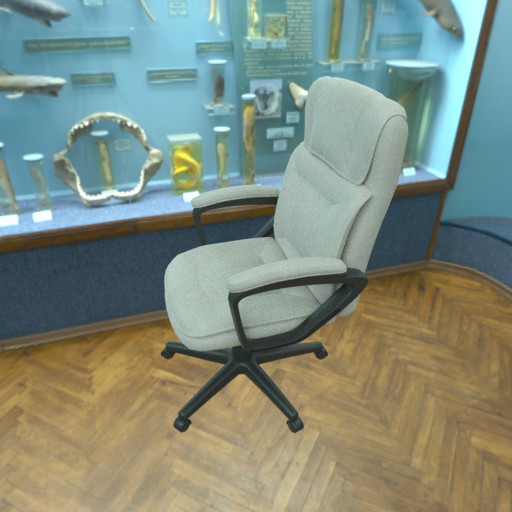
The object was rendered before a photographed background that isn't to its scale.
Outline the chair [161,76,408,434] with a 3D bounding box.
[{"bbox_3d":[0.000,0.000,1.531,0.724,1.105,0.667,-9,32,-14],"label":"chair"}]
